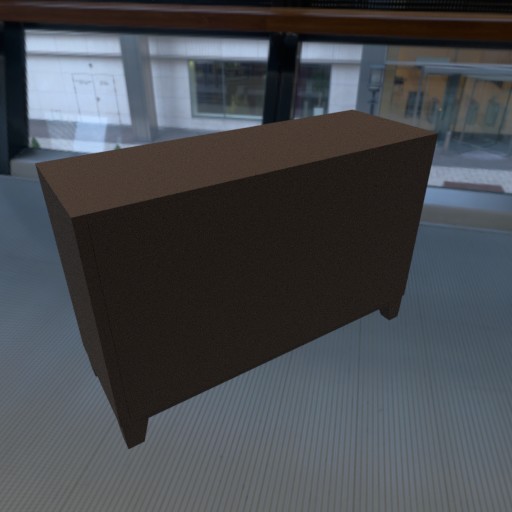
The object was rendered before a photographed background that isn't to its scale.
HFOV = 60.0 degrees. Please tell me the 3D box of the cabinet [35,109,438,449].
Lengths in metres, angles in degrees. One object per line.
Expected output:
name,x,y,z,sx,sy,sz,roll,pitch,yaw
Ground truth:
cabinet,0.000,0.000,1.824,1.396,0.914,0.482,-18,35,-28
